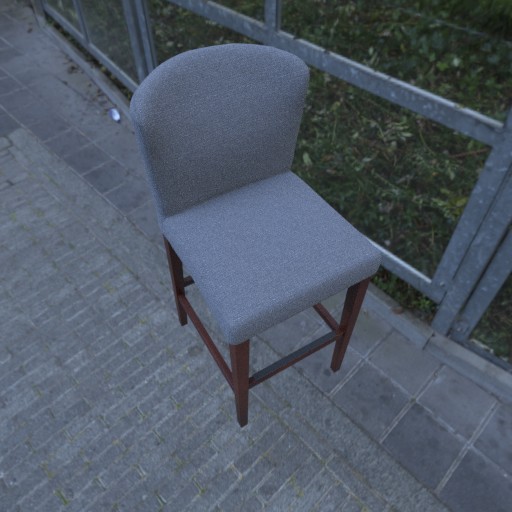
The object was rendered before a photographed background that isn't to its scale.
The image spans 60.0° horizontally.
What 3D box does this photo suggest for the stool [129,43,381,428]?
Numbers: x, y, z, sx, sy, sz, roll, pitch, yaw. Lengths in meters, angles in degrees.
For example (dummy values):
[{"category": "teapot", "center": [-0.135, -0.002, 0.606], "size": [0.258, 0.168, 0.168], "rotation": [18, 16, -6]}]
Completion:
[{"category": "stool", "center": [0.000, 0.000, 1.367], "size": [0.486, 1.069, 0.568], "rotation": [-24, 53, -20]}]
